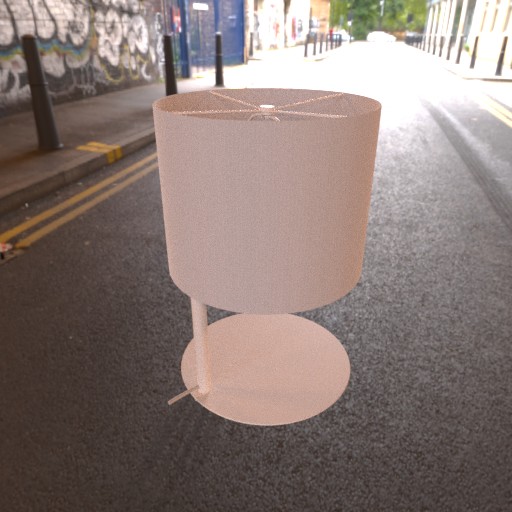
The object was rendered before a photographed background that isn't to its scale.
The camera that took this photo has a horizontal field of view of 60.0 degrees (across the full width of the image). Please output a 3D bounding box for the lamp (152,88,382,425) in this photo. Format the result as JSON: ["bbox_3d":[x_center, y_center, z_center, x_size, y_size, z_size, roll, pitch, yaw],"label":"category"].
[{"bbox_3d":[0.000,0.000,0.685,0.341,0.454,0.299,-19,32,-32],"label":"lamp"}]
